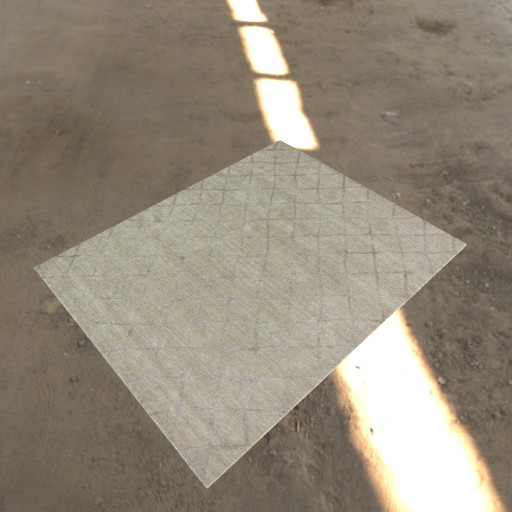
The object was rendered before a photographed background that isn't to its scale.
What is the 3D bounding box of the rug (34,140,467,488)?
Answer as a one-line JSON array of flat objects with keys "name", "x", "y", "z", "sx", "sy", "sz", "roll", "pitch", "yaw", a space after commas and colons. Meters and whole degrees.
[{"name": "rug", "x": 0.000, "y": 0.000, "z": 3.969, "sx": 3.038, "sy": 0.019, "sz": 2.420, "roll": -34, "pitch": 55, "yaw": -28}]
